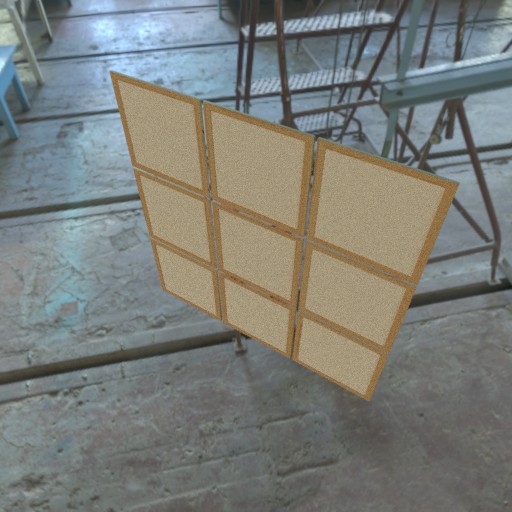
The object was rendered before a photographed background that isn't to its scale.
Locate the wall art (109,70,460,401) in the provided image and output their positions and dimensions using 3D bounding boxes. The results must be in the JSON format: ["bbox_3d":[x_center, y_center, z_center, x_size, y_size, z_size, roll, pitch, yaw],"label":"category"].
[{"bbox_3d":[0.000,0.000,2.228,1.517,1.523,0.013,25,51,21],"label":"wall art"}]
